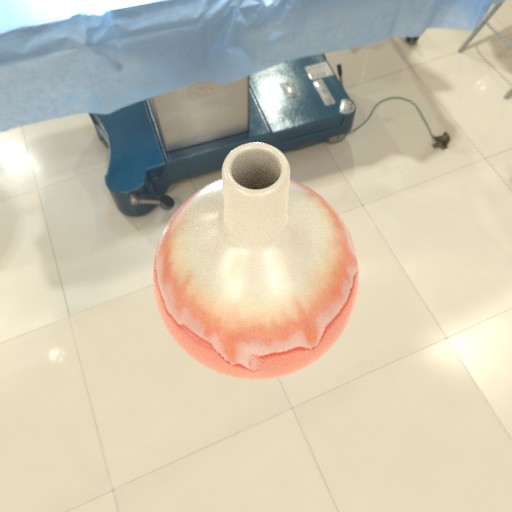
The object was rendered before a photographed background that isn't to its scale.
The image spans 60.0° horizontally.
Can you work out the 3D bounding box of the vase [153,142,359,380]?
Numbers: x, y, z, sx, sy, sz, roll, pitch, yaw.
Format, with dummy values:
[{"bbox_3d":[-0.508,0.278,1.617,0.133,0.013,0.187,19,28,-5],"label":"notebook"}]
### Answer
[{"bbox_3d":[0.000,0.000,0.275,0.137,0.176,0.137,0,64,0],"label":"vase"}]
